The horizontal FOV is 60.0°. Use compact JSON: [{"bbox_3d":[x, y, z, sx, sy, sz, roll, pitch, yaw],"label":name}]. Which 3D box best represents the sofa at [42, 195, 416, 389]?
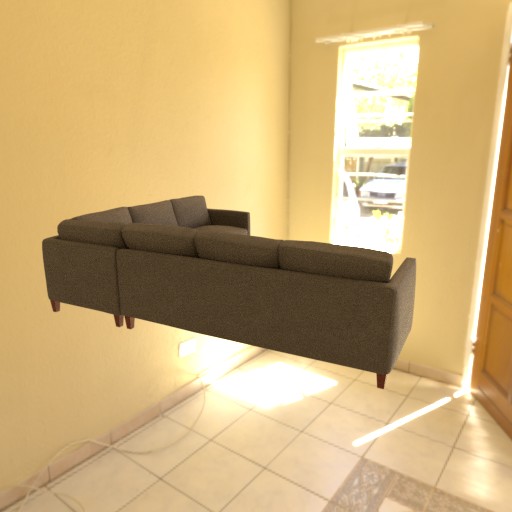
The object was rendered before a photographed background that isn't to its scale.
[{"bbox_3d":[0.000,0.000,4.618,3.302,0.947,2.593,7,15,26],"label":"sofa"}]
